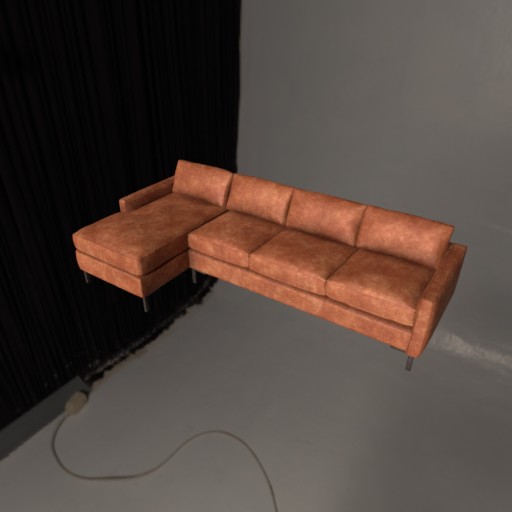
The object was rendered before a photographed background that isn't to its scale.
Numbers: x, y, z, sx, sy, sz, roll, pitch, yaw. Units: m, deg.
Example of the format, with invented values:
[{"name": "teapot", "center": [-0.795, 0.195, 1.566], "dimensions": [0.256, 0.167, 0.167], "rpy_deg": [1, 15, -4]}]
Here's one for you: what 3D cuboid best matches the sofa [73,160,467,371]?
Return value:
[{"name": "sofa", "center": [0.000, 0.000, 3.742], "dimensions": [2.993, 0.859, 1.471], "rpy_deg": [19, 35, 29]}]
